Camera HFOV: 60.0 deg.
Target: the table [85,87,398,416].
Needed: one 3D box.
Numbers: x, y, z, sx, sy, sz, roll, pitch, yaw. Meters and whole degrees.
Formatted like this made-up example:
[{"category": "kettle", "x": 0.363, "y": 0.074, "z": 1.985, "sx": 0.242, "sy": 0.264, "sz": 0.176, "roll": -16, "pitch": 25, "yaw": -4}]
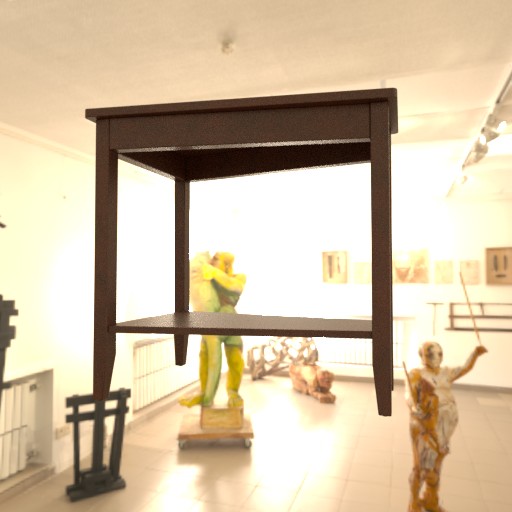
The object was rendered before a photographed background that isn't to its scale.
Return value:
[{"category": "table", "x": 0.000, "y": 0.000, "z": 0.982, "sx": 0.605, "sy": 0.589, "sz": 0.399, "roll": -1, "pitch": -2, "yaw": 18}]
